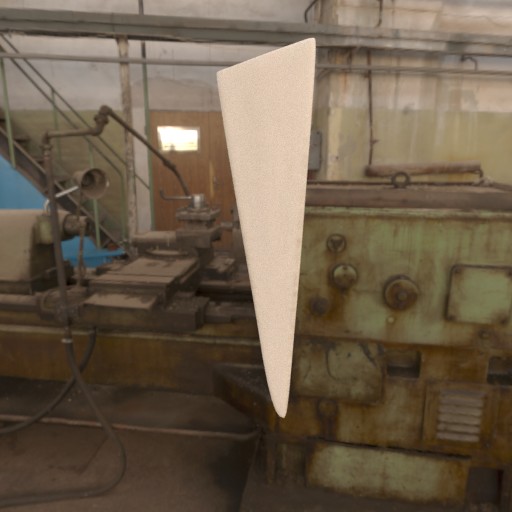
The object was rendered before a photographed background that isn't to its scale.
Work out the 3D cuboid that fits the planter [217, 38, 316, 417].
[{"bbox_3d":[0.000,0.000,0.404,0.065,0.338,0.143,-2,14,-8],"label":"planter"}]
